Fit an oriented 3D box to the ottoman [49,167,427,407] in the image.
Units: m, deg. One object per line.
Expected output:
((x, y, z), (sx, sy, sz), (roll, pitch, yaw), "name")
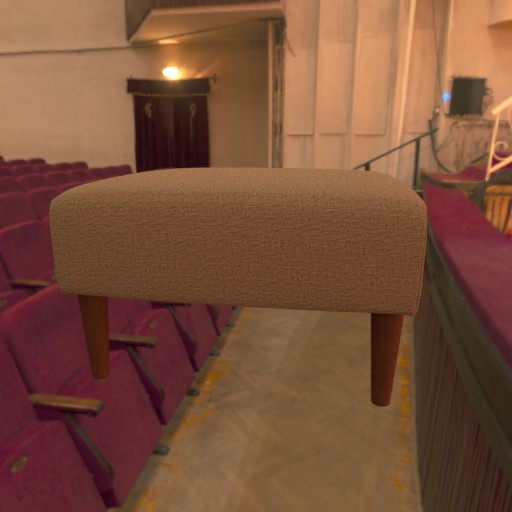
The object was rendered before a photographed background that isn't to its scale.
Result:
((0.000, 0.000, 1.053), (0.650, 0.398, 0.649), (2, 15, 10), "ottoman")
